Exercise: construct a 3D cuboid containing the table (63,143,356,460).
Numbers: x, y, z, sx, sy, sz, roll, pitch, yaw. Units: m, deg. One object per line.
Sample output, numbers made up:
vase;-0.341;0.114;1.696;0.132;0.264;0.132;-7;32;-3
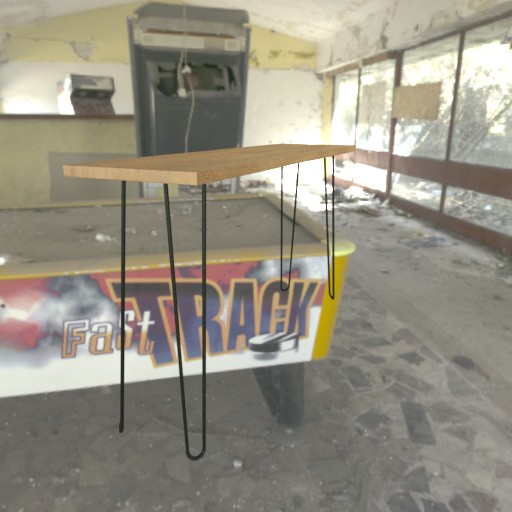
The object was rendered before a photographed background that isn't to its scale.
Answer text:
table;0.000;0.000;1.744;0.399;0.799;1.400;8;18;25
